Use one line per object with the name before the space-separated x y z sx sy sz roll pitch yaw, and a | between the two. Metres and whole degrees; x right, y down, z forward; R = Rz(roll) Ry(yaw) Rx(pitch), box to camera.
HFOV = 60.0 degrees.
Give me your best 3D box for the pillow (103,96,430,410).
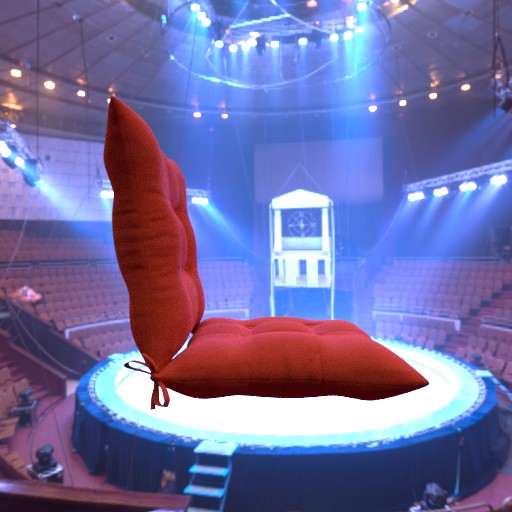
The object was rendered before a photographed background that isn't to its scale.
pillow | 0.000 0.000 0.986 0.585 0.536 0.541 0 -1 -1
